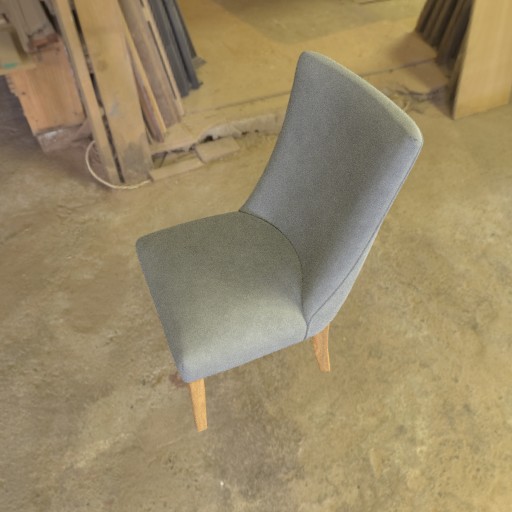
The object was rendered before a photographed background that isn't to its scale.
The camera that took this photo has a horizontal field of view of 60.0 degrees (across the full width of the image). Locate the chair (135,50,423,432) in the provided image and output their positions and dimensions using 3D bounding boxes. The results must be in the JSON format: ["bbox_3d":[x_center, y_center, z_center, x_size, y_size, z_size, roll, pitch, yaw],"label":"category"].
[{"bbox_3d":[0.000,0.000,1.255,0.610,0.902,0.495,-18,49,-16],"label":"chair"}]
